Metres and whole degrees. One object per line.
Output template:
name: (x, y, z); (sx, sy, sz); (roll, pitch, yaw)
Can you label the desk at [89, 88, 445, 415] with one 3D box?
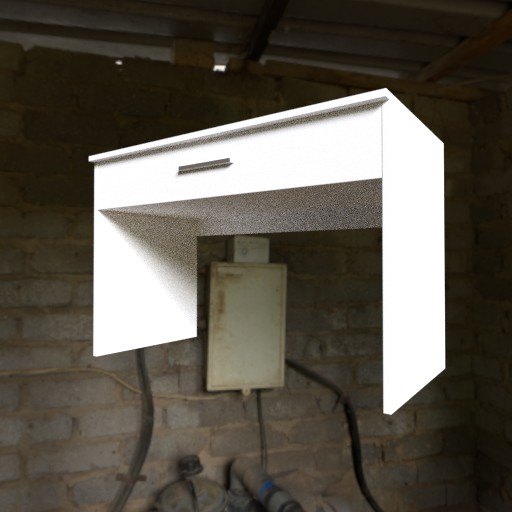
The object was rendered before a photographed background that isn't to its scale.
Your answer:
desk: (0.000, 0.000, 1.525); (1.100, 0.730, 0.560); (-1, -1, 35)
